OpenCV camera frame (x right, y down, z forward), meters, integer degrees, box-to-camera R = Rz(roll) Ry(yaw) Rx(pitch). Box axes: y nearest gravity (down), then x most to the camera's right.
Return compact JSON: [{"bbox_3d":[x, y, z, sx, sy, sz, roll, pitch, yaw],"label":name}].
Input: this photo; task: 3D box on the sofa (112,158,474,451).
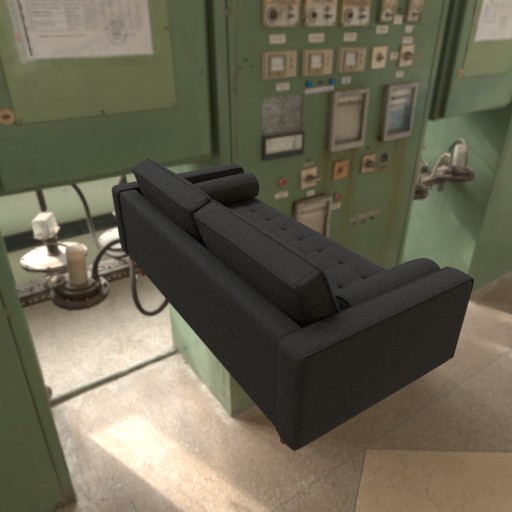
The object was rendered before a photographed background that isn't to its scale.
[{"bbox_3d":[0.000,0.000,2.326,0.914,0.759,1.875,-17,33,-29],"label":"sofa"}]
